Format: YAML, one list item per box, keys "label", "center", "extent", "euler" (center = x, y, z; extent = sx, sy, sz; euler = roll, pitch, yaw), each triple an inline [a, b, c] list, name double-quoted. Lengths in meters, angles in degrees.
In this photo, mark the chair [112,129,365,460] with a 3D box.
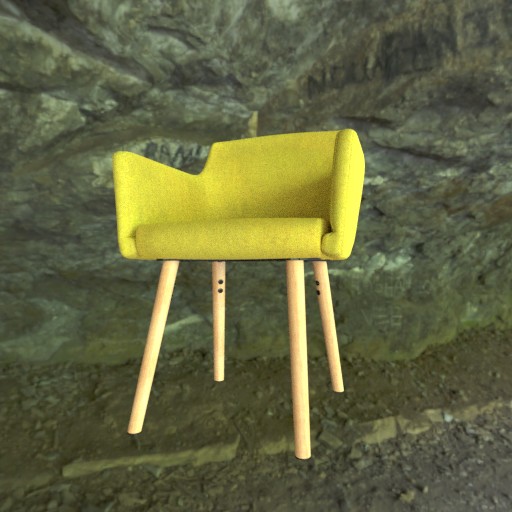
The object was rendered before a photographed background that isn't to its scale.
- label: "chair"
  center: [0.000, 0.000, 1.170]
  extent: [0.570, 0.780, 0.570]
  euler: [0, -1, 19]
